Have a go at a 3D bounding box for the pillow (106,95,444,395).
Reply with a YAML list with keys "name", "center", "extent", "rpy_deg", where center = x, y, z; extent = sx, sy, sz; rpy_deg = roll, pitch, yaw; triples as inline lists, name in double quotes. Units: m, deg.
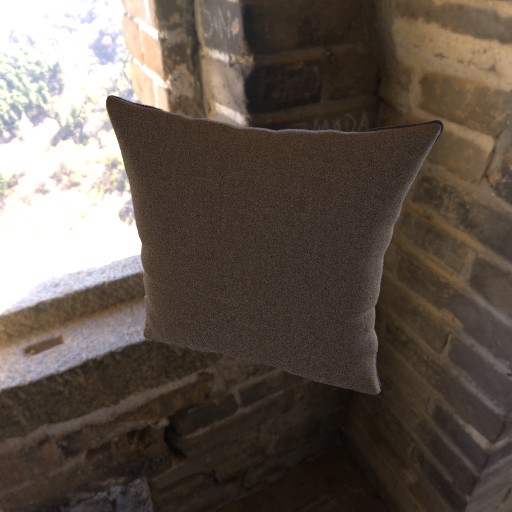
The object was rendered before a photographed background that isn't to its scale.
- name: "pillow"
  center: [0.000, 0.000, 0.666]
  extent: [0.440, 0.441, 0.147]
  rpy_deg: [9, 33, 15]
